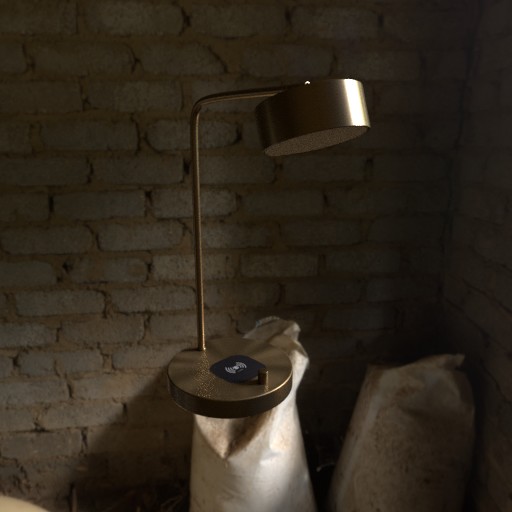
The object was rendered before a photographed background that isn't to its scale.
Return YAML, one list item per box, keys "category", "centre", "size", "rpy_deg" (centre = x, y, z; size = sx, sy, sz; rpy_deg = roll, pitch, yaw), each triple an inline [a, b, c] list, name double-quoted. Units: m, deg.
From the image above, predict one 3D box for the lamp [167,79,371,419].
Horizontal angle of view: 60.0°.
- category: "lamp"
  centre: [0.000, 0.000, 0.531]
  size: [0.171, 0.380, 0.270]
  rpy_deg: [-15, 21, -43]
